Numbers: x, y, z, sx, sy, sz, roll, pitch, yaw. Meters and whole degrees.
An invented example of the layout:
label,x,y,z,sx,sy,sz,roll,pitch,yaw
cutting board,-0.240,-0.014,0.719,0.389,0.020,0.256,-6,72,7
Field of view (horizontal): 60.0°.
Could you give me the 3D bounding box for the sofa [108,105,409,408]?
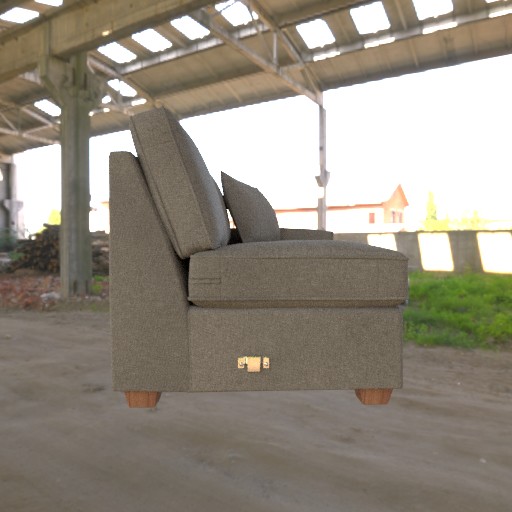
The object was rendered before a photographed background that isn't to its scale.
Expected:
label,x,y,z,sx,sy,sz,roll,pitch,yaw
sofa,0.000,0.000,2.094,0.991,0.989,1.388,0,0,-1
